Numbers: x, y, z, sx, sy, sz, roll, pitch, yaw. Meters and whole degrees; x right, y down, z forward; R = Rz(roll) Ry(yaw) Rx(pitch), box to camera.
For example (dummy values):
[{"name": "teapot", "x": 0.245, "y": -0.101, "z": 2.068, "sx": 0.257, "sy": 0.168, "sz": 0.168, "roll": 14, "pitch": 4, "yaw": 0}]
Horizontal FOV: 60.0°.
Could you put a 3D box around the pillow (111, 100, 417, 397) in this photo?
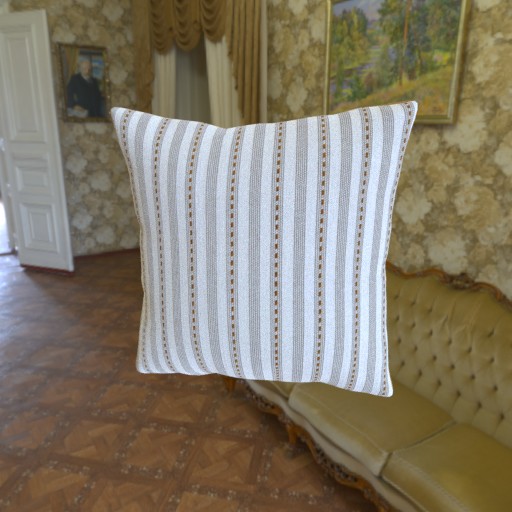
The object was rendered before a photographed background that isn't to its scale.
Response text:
[{"name": "pillow", "x": 0.000, "y": 0.000, "z": 0.664, "sx": 0.432, "sy": 0.437, "sz": 0.147, "roll": 2, "pitch": 16, "yaw": 9}]
